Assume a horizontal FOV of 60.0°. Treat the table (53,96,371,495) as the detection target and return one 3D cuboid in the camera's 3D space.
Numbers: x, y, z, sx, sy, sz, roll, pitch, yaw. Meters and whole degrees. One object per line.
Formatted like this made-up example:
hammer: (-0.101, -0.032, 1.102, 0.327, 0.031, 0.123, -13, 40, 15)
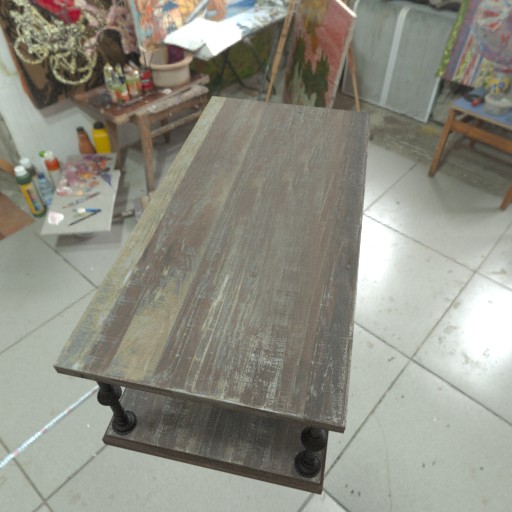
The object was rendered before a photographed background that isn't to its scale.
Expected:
table: (0.000, 0.000, 1.311, 0.554, 0.399, 1.088, 9, 47, 8)
